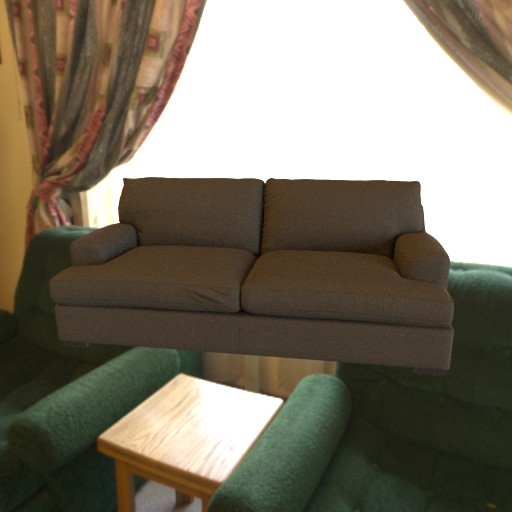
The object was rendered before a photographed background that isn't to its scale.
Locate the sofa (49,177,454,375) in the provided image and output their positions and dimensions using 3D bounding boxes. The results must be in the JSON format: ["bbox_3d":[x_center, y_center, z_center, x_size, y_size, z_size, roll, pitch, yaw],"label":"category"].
[{"bbox_3d":[0.000,0.000,2.863,2.271,0.950,1.140,2,14,9],"label":"sofa"}]
